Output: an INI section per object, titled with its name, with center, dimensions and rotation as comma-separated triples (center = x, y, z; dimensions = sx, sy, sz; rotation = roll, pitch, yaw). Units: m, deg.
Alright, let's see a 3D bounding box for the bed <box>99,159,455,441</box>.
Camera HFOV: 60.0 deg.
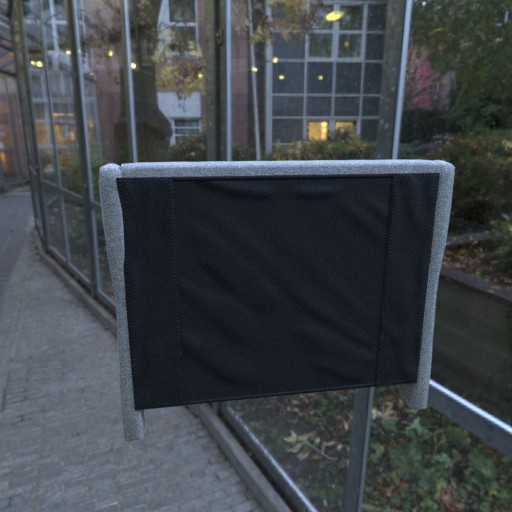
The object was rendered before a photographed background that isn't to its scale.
[bed]
center = 0.000, 0.000, 3.925
dimensions = 2.219, 1.771, 2.347
rotation = -3, 16, -9
